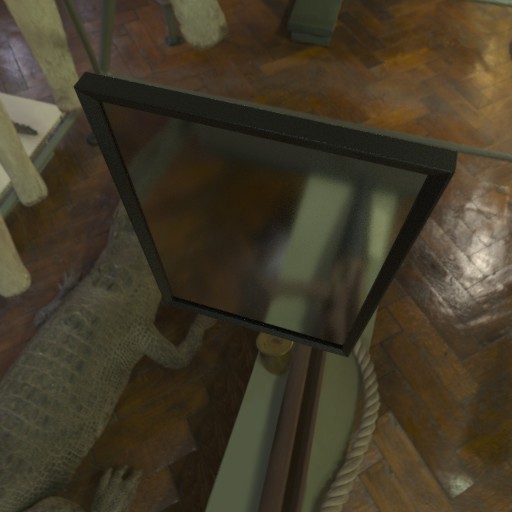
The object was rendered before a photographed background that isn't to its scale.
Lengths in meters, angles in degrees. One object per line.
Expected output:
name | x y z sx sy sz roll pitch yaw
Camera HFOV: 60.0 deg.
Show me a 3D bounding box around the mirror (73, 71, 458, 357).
mirror | 0.000 0.000 0.877 0.507 0.710 0.039 15 61 9
